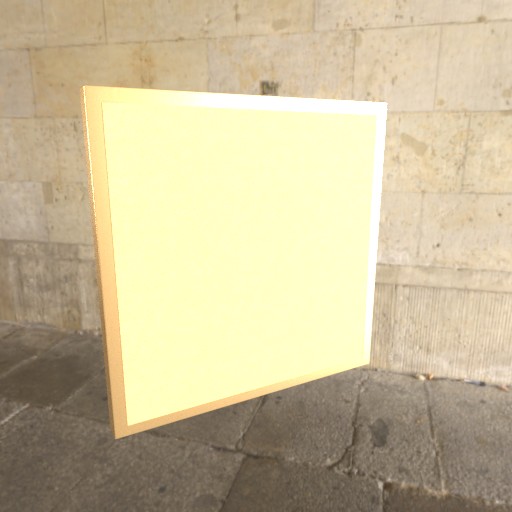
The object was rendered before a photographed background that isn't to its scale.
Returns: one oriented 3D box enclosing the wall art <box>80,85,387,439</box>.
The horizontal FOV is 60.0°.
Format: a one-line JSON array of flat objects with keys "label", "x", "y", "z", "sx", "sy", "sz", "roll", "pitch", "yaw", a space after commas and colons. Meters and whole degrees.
[{"label": "wall art", "x": 0.000, "y": 0.000, "z": 0.448, "sx": 0.305, "sy": 0.305, "sz": 0.023, "roll": -7, "pitch": 16, "yaw": -27}]
